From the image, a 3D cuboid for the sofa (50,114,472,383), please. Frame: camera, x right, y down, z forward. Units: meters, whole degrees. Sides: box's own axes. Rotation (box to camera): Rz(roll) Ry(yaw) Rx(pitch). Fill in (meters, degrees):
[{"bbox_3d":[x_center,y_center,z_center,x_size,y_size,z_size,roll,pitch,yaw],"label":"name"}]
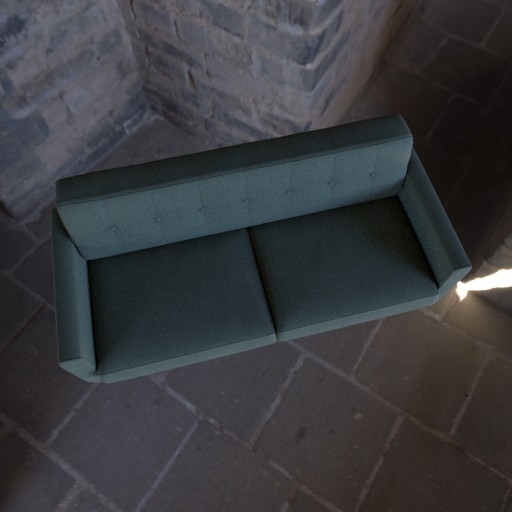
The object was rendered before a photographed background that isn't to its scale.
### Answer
[{"bbox_3d":[0.000,0.000,2.396,2.029,0.841,0.909,-12,65,-6],"label":"sofa"}]
